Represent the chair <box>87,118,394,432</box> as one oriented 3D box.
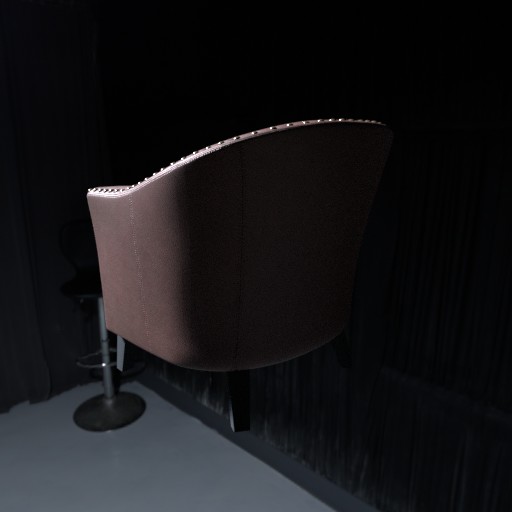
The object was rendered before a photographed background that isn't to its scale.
[{"bbox_3d":[0.000,0.000,1.436,0.794,0.823,0.748,-14,20,-43],"label":"chair"}]
